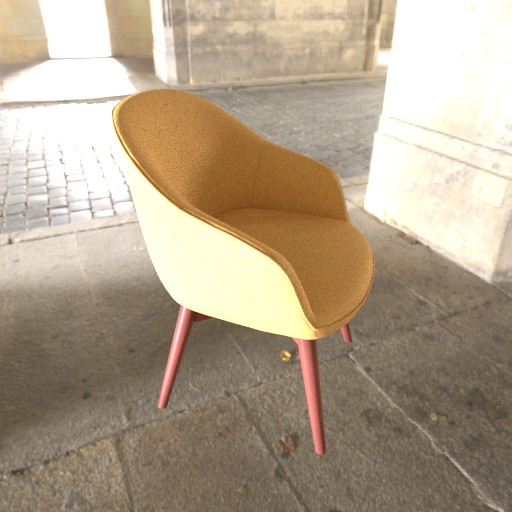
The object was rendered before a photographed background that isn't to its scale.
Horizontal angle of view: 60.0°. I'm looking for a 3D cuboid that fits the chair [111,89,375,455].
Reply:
[{"bbox_3d":[0.000,0.000,1.216,0.635,0.823,0.596,10,31,16],"label":"chair"}]
